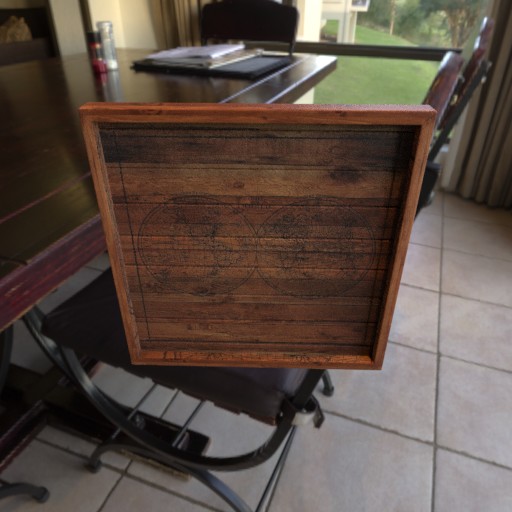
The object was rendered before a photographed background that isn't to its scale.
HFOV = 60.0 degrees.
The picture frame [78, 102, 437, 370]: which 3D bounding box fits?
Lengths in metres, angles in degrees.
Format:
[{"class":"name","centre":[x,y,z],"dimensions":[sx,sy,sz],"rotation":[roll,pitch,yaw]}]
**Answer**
[{"class":"picture frame","centre":[0.000,0.000,0.540],"dimensions":[0.352,0.356,0.028],"rotation":[1,33,2]}]
